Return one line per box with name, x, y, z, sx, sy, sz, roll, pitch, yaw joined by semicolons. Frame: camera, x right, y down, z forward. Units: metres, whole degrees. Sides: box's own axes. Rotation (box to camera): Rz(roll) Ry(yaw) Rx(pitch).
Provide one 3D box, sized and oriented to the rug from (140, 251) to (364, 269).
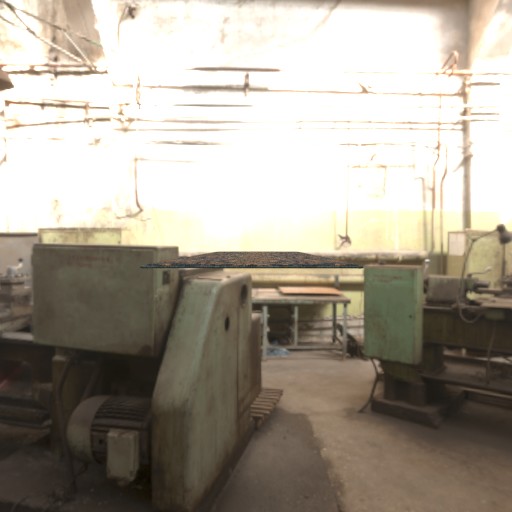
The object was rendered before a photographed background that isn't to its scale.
rug;0.000;0.000;2.495;0.685;0.014;2.292;0;2;1
